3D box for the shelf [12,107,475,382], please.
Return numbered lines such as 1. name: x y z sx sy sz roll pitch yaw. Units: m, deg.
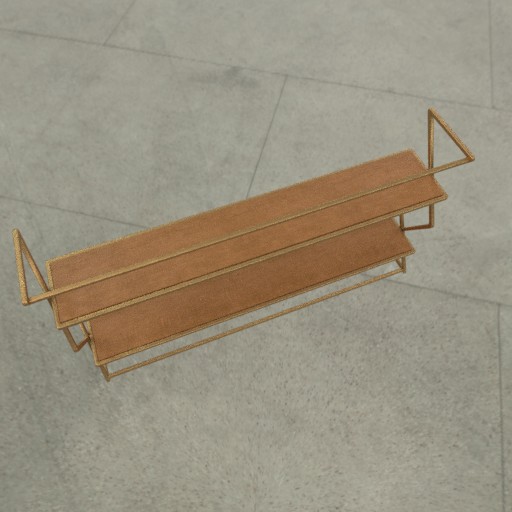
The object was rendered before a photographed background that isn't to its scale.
1. shelf: 0.000 0.000 0.978 0.822 0.450 0.150 -19 61 -11
